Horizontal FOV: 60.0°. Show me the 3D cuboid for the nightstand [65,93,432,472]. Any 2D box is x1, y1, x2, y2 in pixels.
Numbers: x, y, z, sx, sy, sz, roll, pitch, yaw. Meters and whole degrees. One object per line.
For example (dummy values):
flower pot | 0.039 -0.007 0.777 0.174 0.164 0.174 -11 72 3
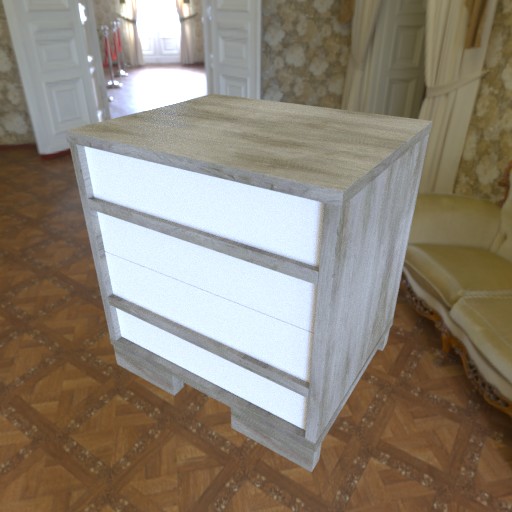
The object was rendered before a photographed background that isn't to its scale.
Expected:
nightstand | 0.000 0.000 0.770 0.427 0.448 0.347 18 35 28
